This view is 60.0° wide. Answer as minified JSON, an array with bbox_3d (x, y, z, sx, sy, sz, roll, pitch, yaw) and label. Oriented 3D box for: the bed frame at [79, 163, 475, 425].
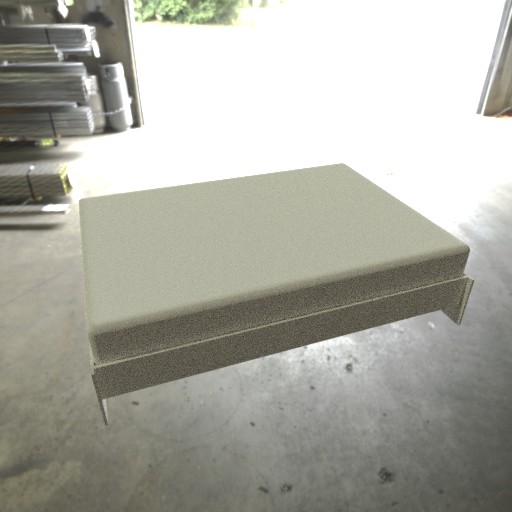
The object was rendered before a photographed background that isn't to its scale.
[{"bbox_3d":[0.000,0.000,2.683,1.945,0.497,1.445,-11,34,-17],"label":"bed frame"}]
